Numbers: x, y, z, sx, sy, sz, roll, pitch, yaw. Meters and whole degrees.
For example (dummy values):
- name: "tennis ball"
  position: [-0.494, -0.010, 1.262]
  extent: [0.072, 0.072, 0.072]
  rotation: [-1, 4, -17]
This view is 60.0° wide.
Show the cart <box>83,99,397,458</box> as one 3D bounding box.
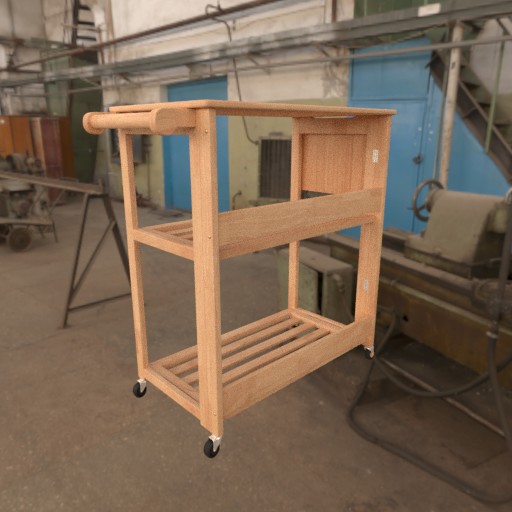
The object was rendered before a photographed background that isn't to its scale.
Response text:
- name: "cart"
  position: [0.000, 0.000, 1.387]
  extent: [0.853, 0.879, 0.432]
  rotation: [-15, 22, -41]
